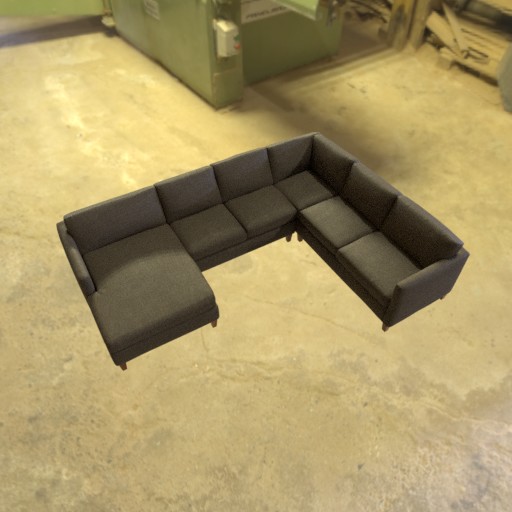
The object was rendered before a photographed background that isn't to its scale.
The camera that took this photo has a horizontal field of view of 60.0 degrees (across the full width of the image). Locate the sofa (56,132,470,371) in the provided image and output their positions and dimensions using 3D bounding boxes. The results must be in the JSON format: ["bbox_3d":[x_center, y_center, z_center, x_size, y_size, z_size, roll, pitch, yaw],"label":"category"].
[{"bbox_3d":[0.000,0.000,4.706,3.460,0.961,2.594,-23,51,-21],"label":"sofa"}]
